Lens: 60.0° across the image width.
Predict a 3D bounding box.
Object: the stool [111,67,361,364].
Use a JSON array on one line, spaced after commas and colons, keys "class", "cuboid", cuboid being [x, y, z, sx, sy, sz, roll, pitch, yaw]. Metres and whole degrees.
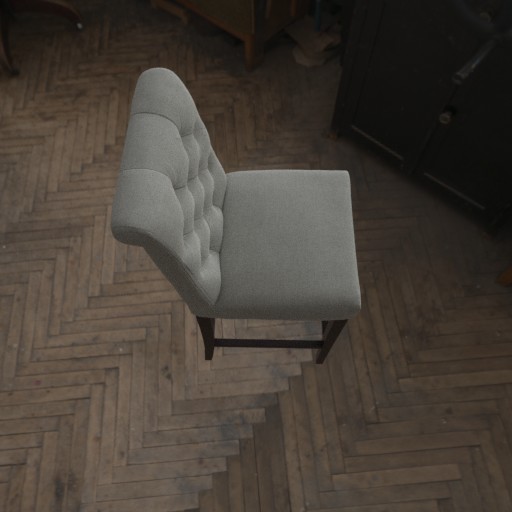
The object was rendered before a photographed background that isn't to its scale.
[{"class": "stool", "cuboid": [0.000, 0.000, 1.474, 0.601, 1.140, 0.493, 1, 64, 0]}]
